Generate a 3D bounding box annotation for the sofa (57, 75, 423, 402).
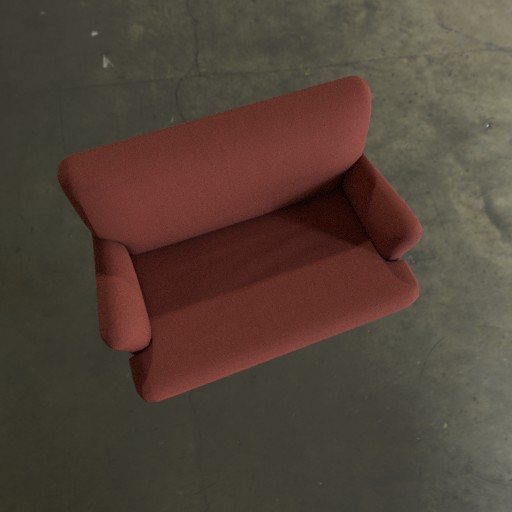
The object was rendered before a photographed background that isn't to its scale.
[{"bbox_3d":[0.000,0.000,1.831,1.297,0.889,0.779,-19,66,-9],"label":"sofa"}]
